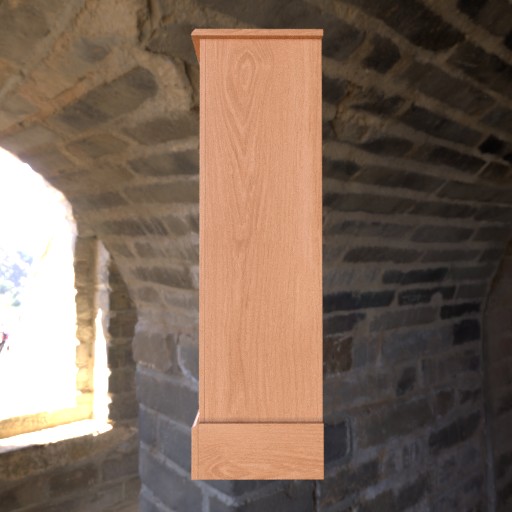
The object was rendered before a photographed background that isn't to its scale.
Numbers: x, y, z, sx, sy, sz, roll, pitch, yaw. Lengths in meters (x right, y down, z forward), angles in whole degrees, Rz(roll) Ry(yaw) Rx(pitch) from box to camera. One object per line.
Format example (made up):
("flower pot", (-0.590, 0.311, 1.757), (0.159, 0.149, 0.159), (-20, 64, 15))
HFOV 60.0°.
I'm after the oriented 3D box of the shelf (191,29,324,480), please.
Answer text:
("shelf", (0.000, 0.000, 1.383), (0.291, 0.980, 0.840), (0, -1, 0))
